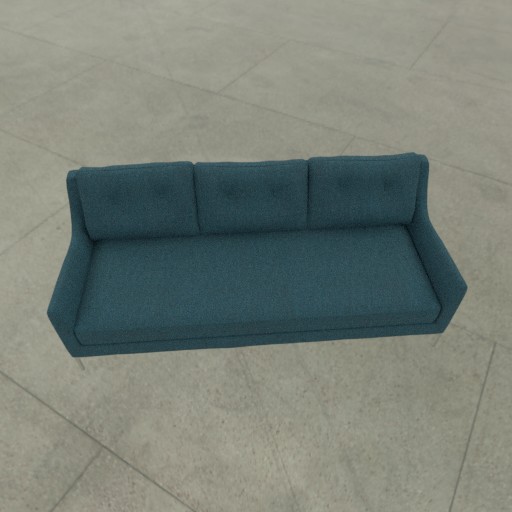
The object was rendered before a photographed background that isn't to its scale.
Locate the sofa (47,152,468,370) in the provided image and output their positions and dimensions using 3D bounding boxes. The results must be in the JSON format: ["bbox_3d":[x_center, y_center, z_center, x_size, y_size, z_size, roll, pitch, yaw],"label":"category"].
[{"bbox_3d":[0.000,0.000,2.483,2.060,0.837,0.849,-3,47,-3],"label":"sofa"}]
